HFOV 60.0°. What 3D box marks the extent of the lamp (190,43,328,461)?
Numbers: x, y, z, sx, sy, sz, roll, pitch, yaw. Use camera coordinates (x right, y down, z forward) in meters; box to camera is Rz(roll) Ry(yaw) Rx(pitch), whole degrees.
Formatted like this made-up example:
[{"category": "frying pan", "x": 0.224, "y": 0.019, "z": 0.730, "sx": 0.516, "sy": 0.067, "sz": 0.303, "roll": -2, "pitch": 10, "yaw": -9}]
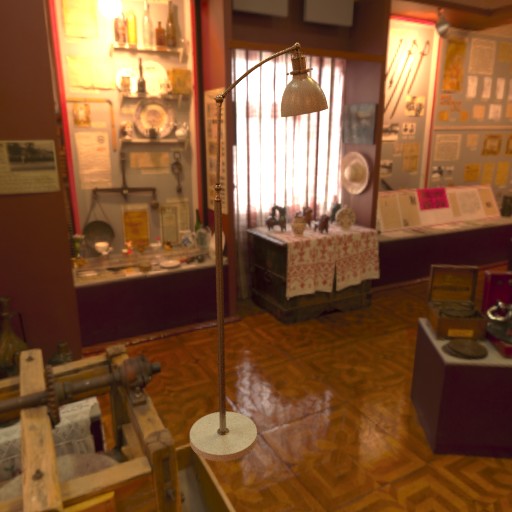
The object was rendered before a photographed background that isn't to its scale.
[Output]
[{"category": "lamp", "x": 0.000, "y": 0.000, "z": 1.769, "sx": 0.599, "sy": 1.586, "sz": 0.288, "roll": -7, "pitch": 17, "yaw": -26}]
